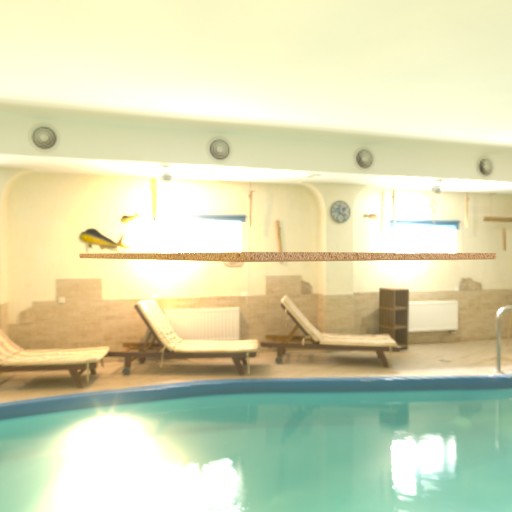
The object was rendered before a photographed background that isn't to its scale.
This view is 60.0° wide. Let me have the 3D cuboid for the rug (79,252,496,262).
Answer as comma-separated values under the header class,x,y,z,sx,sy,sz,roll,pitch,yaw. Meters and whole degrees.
class,x,y,z,sx,sy,sz,roll,pitch,yaw
rug,0.000,0.000,2.047,1.199,0.025,1.600,0,0,-35
